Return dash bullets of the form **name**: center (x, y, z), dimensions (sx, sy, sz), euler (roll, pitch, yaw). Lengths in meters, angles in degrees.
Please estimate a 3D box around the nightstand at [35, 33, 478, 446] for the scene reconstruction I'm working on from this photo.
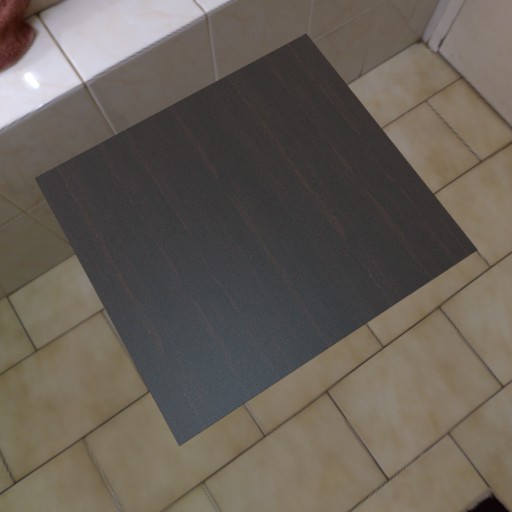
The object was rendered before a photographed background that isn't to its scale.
- **nightstand**: center (0.000, 0.000, 0.812), dimensions (0.461, 0.460, 0.400), euler (-31, 77, -8)
